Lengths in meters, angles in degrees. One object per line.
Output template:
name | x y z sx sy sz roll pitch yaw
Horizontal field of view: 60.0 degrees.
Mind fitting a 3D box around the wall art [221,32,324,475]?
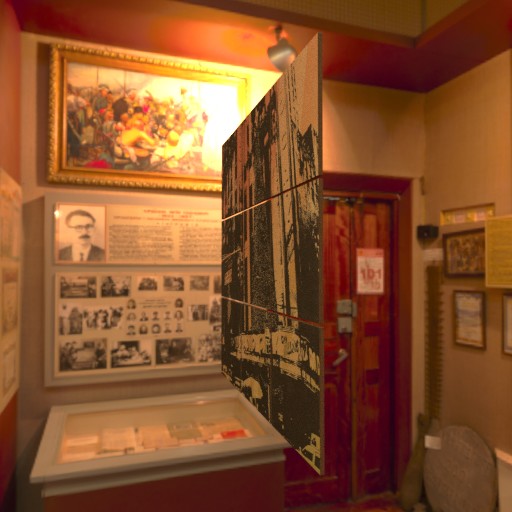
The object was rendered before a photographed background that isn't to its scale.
wall art | 0.000 0.000 1.355 0.010 0.917 0.919 0 -1 -17
